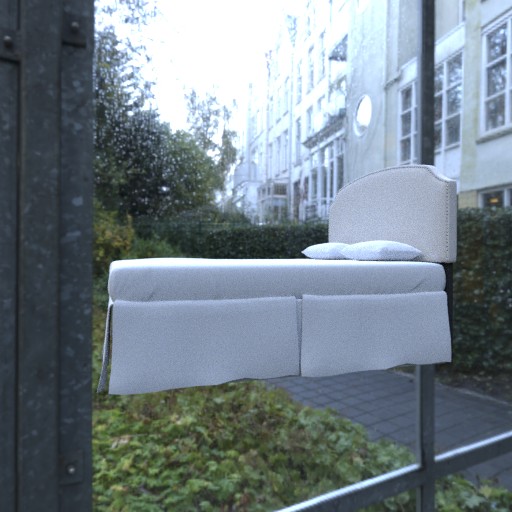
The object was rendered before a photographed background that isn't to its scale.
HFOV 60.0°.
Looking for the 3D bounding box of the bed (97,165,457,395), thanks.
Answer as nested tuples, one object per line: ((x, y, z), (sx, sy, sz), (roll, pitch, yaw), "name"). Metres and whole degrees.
((0.000, 0.000, 3.023), (1.999, 1.270, 1.558), (0, 0, -18), "bed")
